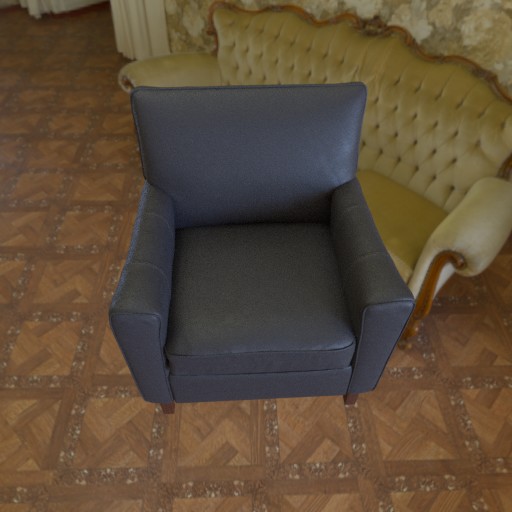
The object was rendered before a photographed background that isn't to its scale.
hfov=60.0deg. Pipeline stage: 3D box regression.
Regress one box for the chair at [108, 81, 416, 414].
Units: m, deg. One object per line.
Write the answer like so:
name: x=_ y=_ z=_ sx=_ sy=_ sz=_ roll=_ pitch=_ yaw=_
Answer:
chair: x=0.000 y=0.000 z=1.601 sx=0.870 sy=0.943 sz=0.825 roll=-2 pitch=45 yaw=-2
